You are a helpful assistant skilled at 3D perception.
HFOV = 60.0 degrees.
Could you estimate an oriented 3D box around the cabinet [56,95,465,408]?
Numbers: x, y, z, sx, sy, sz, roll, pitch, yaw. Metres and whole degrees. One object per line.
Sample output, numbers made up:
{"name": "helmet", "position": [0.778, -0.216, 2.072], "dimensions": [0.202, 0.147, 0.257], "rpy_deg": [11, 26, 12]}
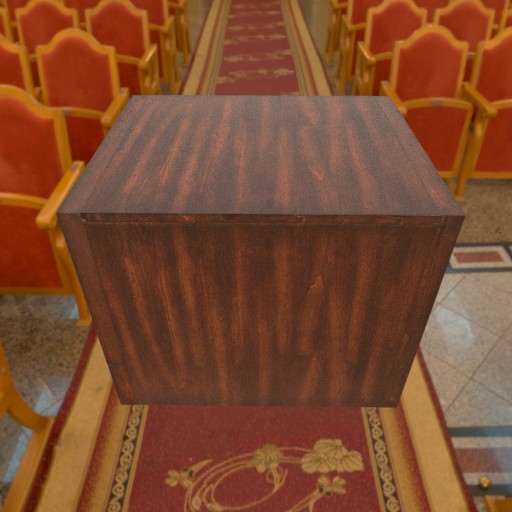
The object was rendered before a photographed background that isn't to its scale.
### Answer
{"name": "cabinet", "position": [0.000, 0.000, 0.825], "dimensions": [0.500, 0.455, 0.402], "rpy_deg": [0, 39, 1]}
